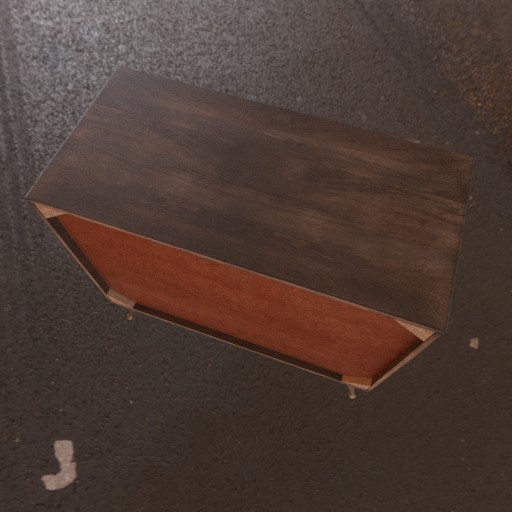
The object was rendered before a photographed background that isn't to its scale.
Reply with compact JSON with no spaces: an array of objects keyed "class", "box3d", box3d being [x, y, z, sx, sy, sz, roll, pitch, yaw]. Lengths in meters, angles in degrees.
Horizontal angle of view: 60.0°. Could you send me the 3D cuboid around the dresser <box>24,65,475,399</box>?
[{"class":"dresser","box3d":[0.000,0.000,1.360,0.923,0.801,0.453,17,64,9]}]
